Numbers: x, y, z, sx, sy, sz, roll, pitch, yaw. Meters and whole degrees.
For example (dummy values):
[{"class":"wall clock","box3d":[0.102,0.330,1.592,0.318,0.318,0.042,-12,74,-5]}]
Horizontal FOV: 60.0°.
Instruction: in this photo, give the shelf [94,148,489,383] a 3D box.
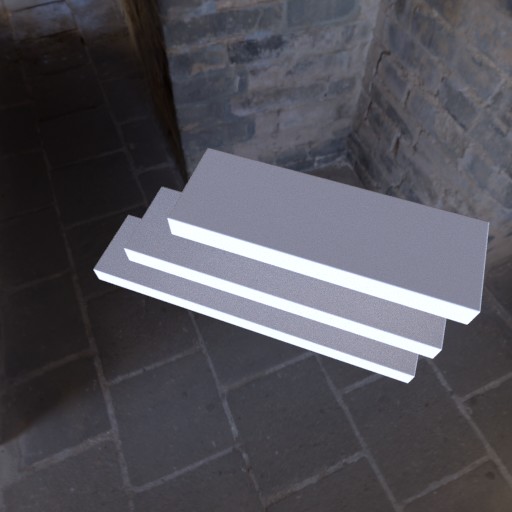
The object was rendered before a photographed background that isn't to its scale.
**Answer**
[{"class":"shelf","box3d":[0.000,0.000,0.733,0.610,0.293,0.140,17,60,10]}]
